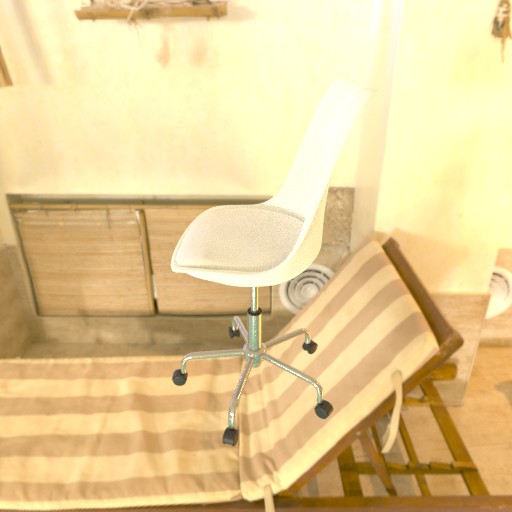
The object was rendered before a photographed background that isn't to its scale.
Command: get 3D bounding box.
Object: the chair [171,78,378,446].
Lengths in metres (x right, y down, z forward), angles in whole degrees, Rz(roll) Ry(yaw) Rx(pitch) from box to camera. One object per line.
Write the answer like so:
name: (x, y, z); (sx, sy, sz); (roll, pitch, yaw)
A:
chair: (0.000, 0.000, 1.269); (0.550, 0.930, 0.550); (0, 26, -1)
